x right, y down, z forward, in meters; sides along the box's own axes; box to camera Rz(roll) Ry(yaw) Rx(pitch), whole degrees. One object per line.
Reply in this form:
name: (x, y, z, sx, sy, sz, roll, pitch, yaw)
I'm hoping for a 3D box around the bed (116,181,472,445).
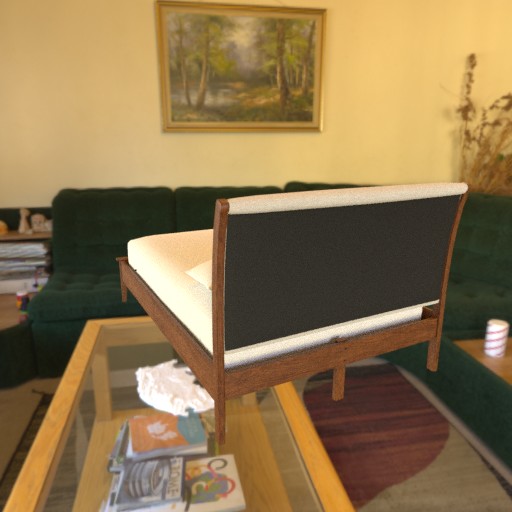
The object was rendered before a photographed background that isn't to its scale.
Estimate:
bed: (0.000, 0.000, 3.320, 1.612, 1.250, 2.380, -8, 17, -27)
